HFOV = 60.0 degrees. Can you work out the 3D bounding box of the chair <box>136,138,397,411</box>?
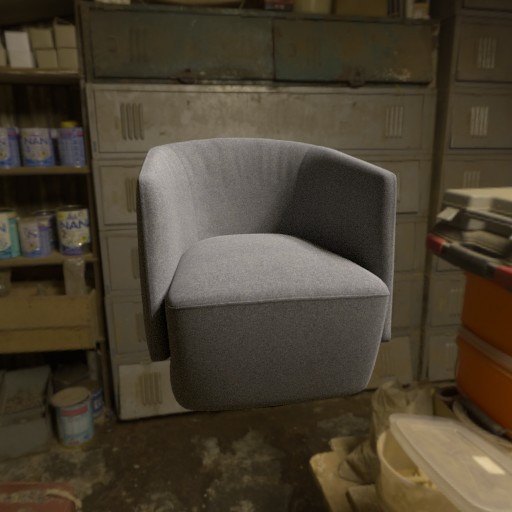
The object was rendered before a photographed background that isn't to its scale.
[{"bbox_3d":[0.000,0.000,1.665,0.822,0.861,0.986,-3,15,-10],"label":"chair"}]
